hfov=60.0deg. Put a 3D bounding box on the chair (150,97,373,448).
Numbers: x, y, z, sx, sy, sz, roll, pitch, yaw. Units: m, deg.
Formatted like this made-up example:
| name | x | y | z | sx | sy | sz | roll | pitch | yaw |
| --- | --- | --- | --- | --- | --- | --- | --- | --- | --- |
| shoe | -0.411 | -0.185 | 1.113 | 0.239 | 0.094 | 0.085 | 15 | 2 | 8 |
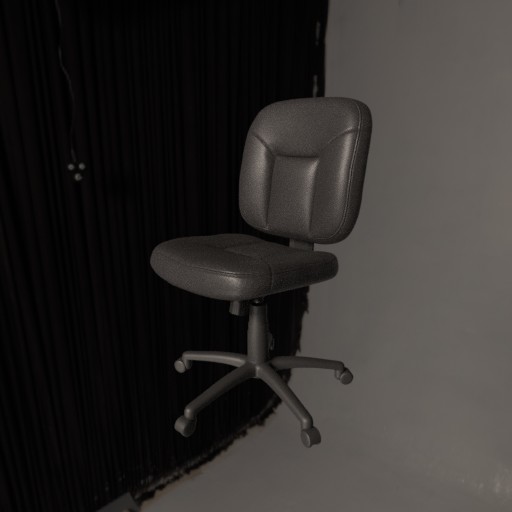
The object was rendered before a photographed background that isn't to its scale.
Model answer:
| name | x | y | z | sx | sy | sz | roll | pitch | yaw |
| --- | --- | --- | --- | --- | --- | --- | --- | --- | --- |
| chair | 0.000 | 0.000 | 1.380 | 0.647 | 0.959 | 0.646 | 14 | 21 | 42 |
